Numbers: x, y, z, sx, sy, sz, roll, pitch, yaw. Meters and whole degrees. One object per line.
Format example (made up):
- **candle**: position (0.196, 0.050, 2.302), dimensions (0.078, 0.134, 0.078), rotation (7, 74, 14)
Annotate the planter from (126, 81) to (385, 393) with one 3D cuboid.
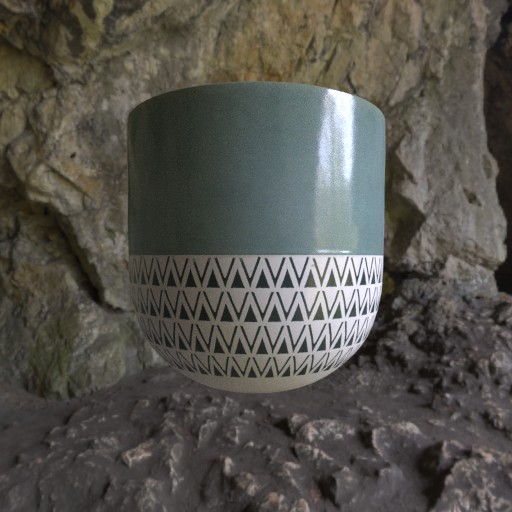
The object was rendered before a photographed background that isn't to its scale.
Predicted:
- **planter**: position (0.000, 0.000, 0.474), dimensions (0.266, 0.270, 0.266), rotation (0, 0, 0)
